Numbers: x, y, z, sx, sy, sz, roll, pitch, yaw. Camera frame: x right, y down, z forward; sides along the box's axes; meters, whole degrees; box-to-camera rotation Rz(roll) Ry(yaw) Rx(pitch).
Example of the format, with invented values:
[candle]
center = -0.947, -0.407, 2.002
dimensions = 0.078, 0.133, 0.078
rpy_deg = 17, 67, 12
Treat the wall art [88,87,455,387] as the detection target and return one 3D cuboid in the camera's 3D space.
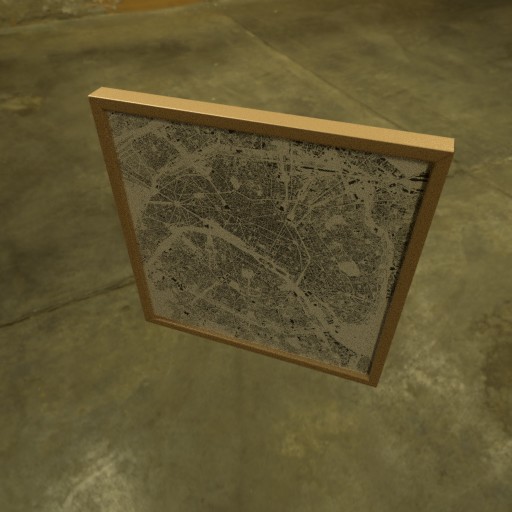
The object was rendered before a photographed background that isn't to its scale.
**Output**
[wall art]
center = 0.000, 0.000, 0.767
dimensions = 0.509, 0.509, 0.036
rpy_deg = 13, 43, 14
